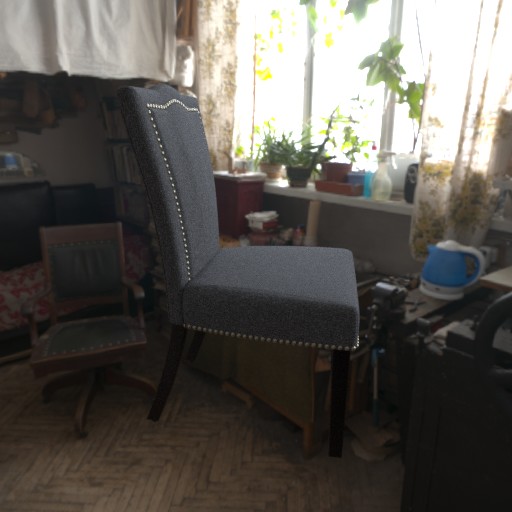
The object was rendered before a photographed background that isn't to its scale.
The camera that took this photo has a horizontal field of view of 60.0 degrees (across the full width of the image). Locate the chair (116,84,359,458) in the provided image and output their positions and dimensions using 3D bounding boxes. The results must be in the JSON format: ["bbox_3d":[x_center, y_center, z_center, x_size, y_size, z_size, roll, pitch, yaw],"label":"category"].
[{"bbox_3d":[0.000,0.000,1.297,0.589,0.946,0.518,3,17,10],"label":"chair"}]
